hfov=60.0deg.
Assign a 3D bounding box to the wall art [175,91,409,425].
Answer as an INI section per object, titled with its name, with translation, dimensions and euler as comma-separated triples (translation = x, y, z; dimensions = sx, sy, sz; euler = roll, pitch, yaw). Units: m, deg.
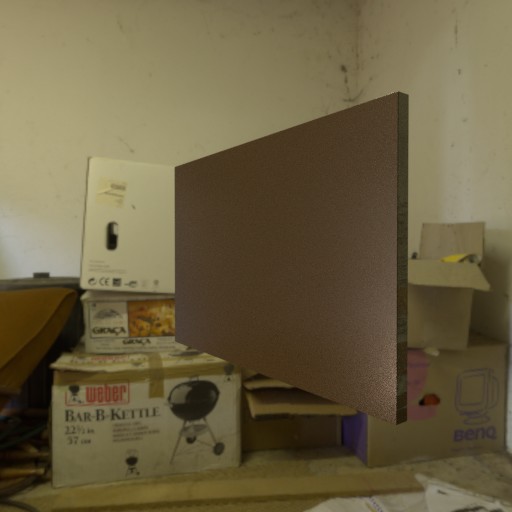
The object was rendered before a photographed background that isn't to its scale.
[wall art]
translation = 0.000, 0.000, 1.483
dimensions = 0.041, 0.762, 1.145
euler = -1, 1, -36
